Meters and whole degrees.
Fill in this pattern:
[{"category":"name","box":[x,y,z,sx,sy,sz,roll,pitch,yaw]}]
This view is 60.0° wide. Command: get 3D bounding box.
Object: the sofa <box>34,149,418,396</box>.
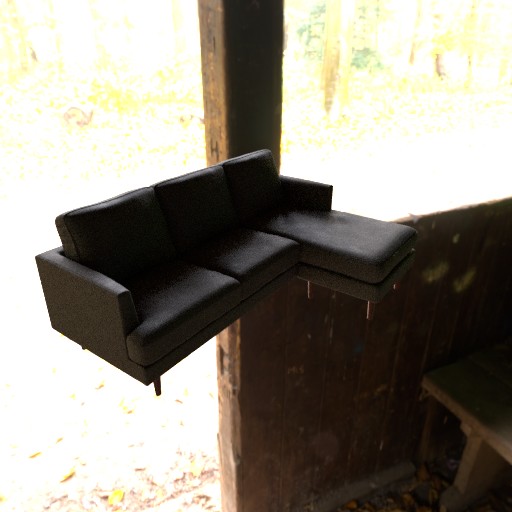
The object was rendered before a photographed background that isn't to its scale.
[{"category":"sofa","box":[0.000,0.000,2.994,1.504,0.956,2.233,18,31,32]}]
